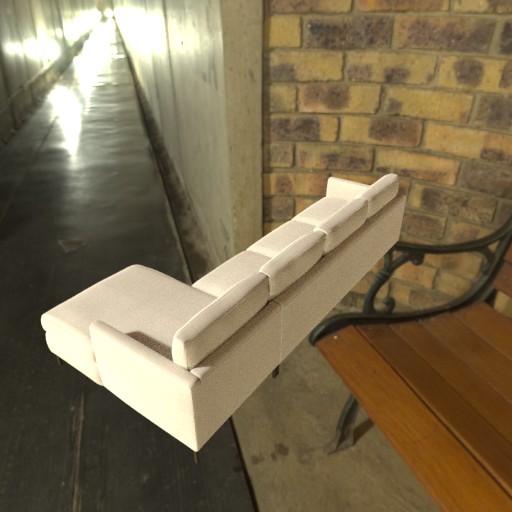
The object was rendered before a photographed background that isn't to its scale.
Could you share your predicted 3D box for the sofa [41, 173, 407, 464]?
[{"bbox_3d":[0.000,0.000,2.937,1.126,0.677,2.445,21,37,31],"label":"sofa"}]
